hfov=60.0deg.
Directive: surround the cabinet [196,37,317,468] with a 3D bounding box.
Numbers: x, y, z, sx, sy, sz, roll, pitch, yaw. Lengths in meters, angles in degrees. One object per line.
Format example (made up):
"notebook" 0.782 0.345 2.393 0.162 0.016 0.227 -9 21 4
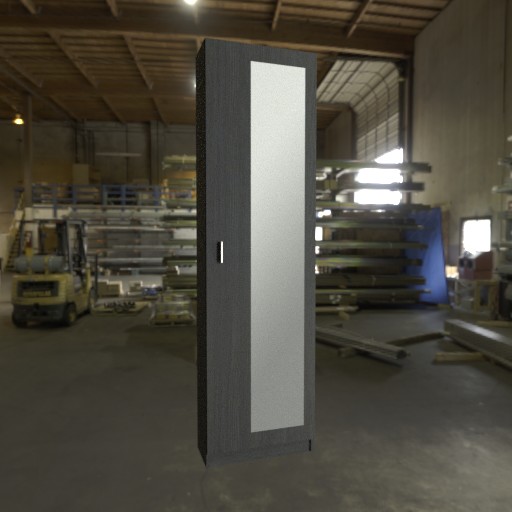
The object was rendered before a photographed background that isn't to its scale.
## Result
"cabinet" 0.000 0.000 2.005 0.500 1.790 0.230 -1 2 -18
